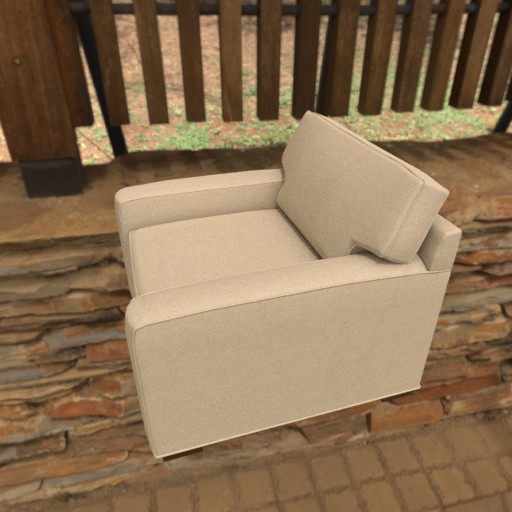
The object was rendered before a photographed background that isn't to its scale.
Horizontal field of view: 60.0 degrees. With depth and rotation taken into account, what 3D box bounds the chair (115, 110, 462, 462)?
[{"bbox_3d":[0.000,0.000,1.786,1.043,0.913,0.998,-9,33,-15],"label":"chair"}]
